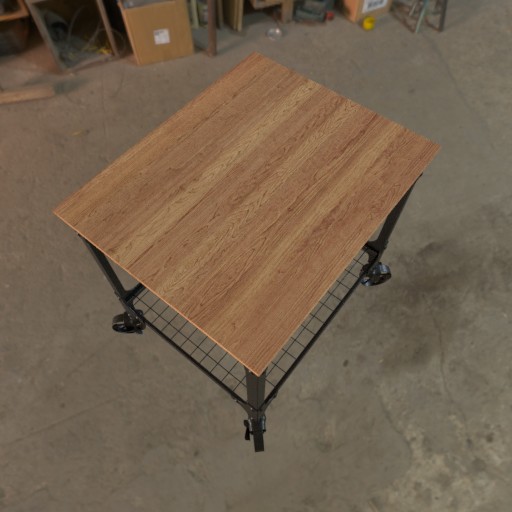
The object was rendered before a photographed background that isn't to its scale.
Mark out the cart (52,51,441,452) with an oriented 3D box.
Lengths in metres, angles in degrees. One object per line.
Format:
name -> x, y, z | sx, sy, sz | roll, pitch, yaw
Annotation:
cart -> 0.000, 0.000, 1.108 | 0.558, 0.603, 0.666 | 35, 65, 18
